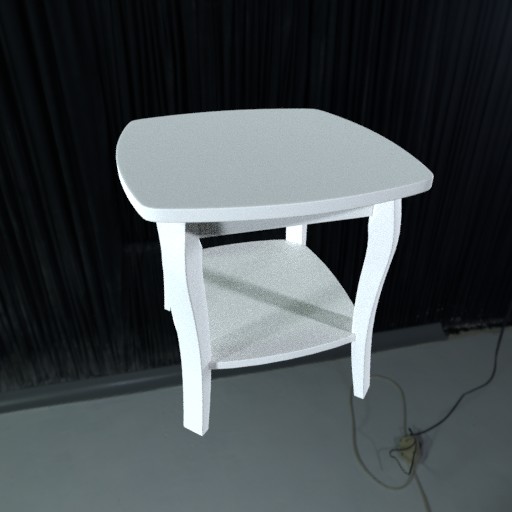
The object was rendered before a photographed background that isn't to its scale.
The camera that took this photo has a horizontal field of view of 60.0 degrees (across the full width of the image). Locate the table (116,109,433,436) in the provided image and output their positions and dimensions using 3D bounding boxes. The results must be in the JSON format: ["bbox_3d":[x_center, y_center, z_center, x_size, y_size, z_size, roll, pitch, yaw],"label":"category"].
[{"bbox_3d":[0.000,0.000,0.851,0.451,0.438,0.502,-8,31,-13],"label":"table"}]
